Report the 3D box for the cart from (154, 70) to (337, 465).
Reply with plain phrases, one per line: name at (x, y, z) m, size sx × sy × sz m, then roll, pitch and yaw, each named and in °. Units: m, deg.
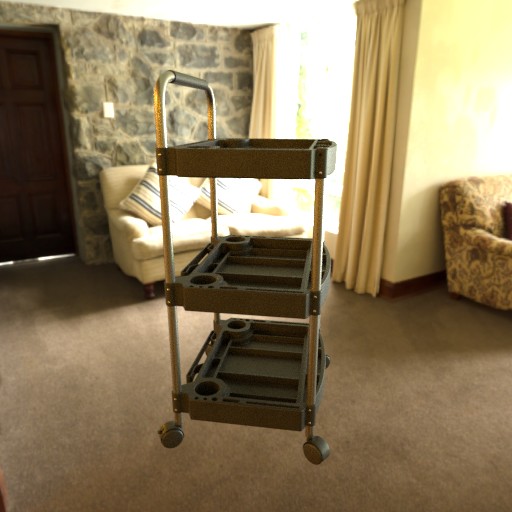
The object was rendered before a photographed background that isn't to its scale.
cart at (0.000, 0.000, 1.412) m, size 0.518 × 1.075 × 0.584 m, roll 3°, pitch 18°, yaw 9°
